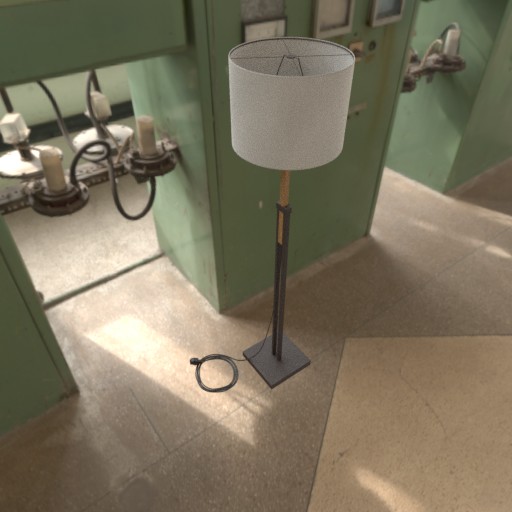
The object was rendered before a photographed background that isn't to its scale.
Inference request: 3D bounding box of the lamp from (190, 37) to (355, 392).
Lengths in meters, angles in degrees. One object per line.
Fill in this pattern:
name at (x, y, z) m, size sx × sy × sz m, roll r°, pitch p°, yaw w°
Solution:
lamp at (0.000, 0.000, 1.941) m, size 0.639 × 1.650 × 0.474 m, roll -25°, pitch 47°, yaw -26°
